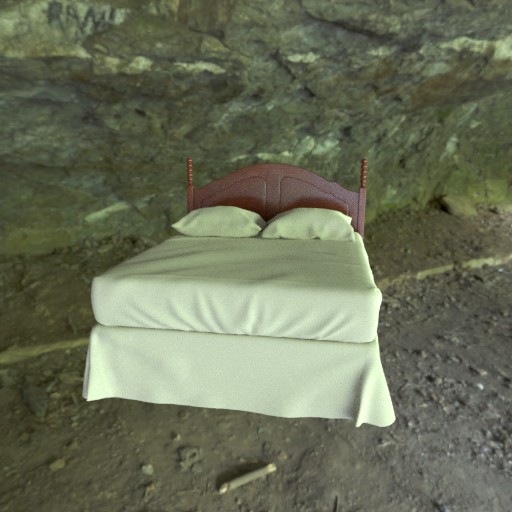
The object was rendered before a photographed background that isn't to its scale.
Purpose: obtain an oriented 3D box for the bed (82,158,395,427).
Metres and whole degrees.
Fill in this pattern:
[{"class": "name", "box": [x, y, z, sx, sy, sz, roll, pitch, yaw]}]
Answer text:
[{"class": "bed", "box": [0.000, 0.000, 3.230, 1.873, 1.356, 2.040, 2, 14, 10]}]
